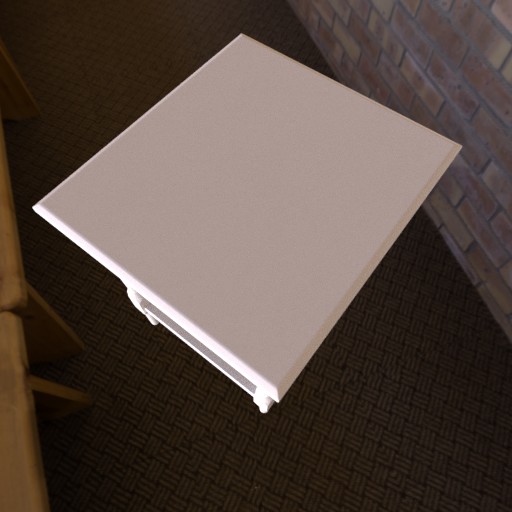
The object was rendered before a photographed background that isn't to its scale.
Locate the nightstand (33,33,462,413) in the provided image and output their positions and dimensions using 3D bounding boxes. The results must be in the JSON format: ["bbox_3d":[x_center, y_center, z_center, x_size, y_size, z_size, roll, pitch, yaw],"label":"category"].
[{"bbox_3d":[0.000,0.000,0.933,0.459,0.555,0.505,34,68,16],"label":"nightstand"}]
